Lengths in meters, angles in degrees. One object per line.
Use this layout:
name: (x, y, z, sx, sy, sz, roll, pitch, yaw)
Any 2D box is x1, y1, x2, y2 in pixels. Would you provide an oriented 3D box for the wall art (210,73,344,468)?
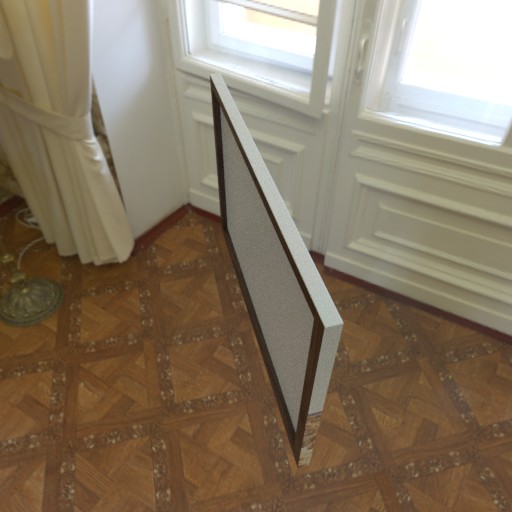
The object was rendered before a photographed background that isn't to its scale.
wall art: (0.000, 0.000, 1.993, 0.051, 1.016, 1.520, -11, 47, -10)
